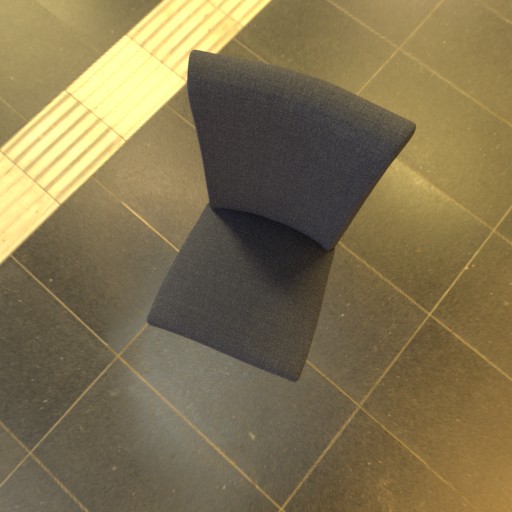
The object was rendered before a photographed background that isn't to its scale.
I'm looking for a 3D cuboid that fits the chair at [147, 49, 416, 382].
[{"bbox_3d":[0.000,0.000,1.340,0.513,0.988,0.608,20,77,5],"label":"chair"}]
